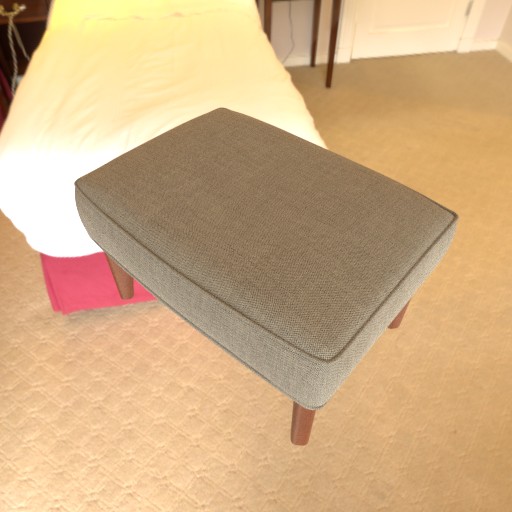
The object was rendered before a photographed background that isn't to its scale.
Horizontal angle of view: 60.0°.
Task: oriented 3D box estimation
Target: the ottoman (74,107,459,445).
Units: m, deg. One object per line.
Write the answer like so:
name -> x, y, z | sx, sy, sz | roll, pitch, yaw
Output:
ottoman -> 0.000, 0.000, 1.120 | 0.750, 0.458, 0.555 | 32, 55, 27
